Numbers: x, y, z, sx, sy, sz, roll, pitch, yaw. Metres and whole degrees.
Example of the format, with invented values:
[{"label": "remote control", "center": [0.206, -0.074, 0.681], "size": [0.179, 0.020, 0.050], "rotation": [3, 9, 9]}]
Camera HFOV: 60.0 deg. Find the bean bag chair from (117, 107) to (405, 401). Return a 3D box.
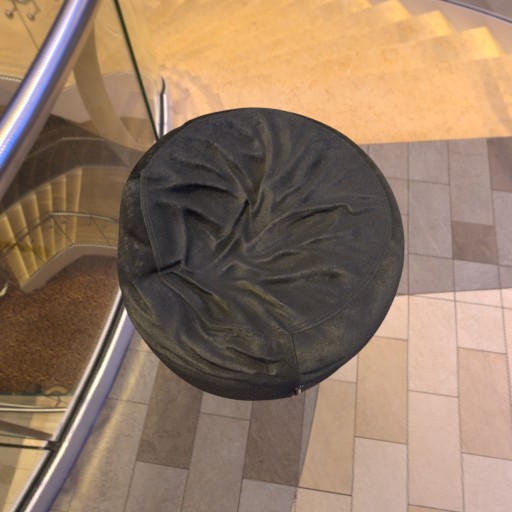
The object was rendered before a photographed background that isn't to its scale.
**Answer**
[{"label": "bean bag chair", "center": [0.000, 0.000, 1.508], "size": [0.918, 0.605, 0.918], "rotation": [0, 65, 0]}]
